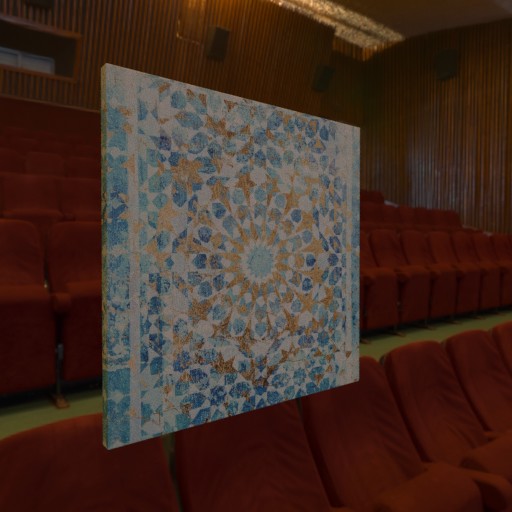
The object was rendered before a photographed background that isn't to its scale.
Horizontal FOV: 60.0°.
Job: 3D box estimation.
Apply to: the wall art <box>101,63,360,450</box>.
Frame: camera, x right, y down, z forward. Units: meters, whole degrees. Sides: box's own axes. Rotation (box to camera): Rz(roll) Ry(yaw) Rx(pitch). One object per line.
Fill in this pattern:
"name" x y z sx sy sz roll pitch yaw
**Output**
"wall art" 0.000 0.000 1.341 0.916 0.916 0.040 -1 1 -37
